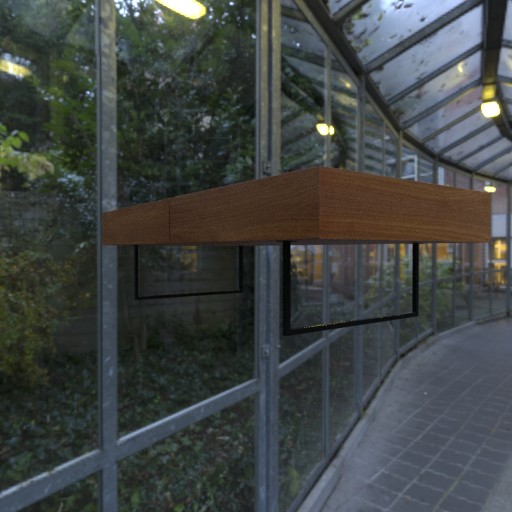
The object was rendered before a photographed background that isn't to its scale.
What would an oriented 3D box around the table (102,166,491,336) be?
[{"bbox_3d":[0.000,0.000,1.433,0.610,0.330,1.194,-1,1,-37],"label":"table"}]
